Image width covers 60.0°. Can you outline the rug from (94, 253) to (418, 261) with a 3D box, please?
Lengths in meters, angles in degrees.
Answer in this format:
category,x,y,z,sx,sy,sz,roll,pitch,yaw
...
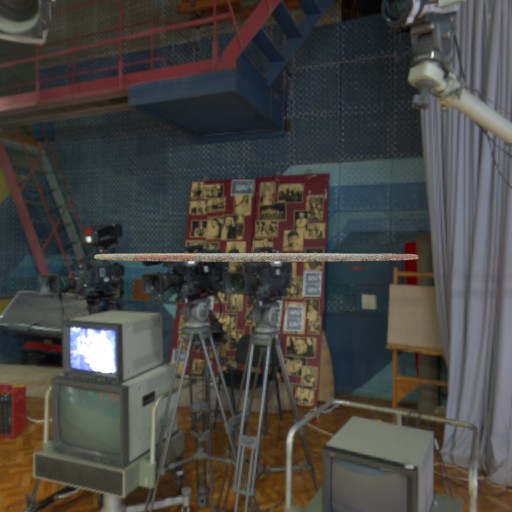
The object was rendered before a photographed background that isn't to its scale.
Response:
category,x,y,z,sx,sy,sz,roll,pitch,yaw
rug,0.000,0.000,3.581,2.461,0.033,2.461,0,1,0
